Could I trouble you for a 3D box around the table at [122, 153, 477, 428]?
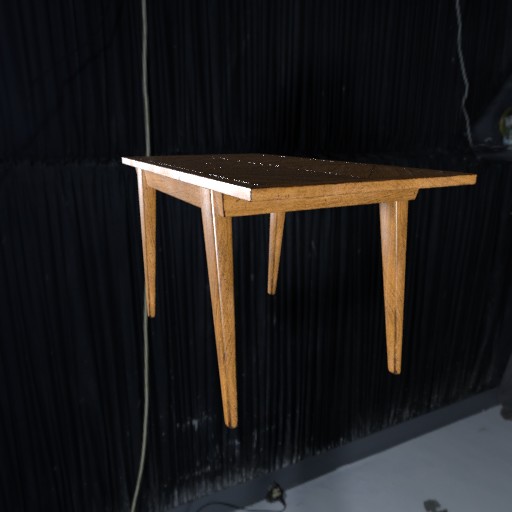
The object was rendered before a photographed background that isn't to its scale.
[{"bbox_3d":[0.000,0.000,1.853,0.757,0.760,1.400,-8,18,-26],"label":"table"}]
